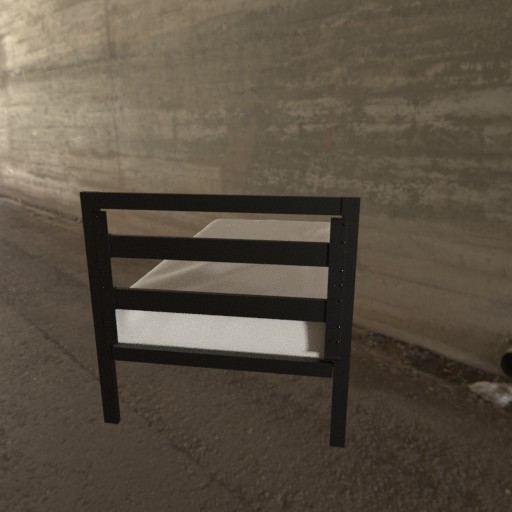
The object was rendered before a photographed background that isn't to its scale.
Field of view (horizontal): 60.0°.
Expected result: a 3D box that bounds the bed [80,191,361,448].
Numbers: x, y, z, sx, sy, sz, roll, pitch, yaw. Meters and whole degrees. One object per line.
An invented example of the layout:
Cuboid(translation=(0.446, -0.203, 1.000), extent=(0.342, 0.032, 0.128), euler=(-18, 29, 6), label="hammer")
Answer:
Cuboid(translation=(0.000, 0.000, 2.561), extent=(0.991, 0.967, 1.930), euler=(2, 16, 9), label="bed")
